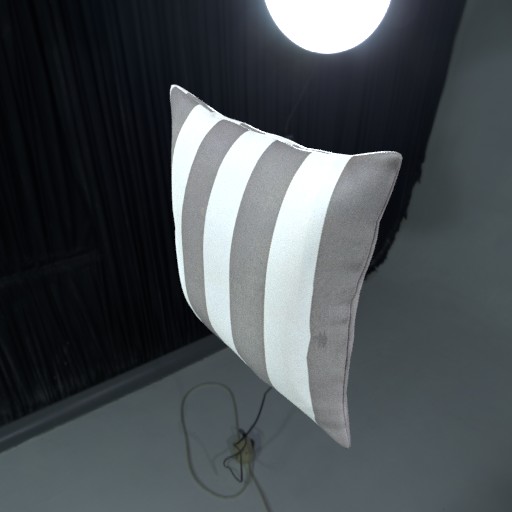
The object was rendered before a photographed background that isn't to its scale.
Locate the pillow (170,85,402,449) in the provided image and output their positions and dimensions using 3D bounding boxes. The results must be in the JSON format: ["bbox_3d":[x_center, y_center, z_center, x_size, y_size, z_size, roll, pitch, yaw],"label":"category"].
[{"bbox_3d":[0.000,0.000,0.783,0.192,0.507,0.522,-21,37,-31],"label":"pillow"}]
